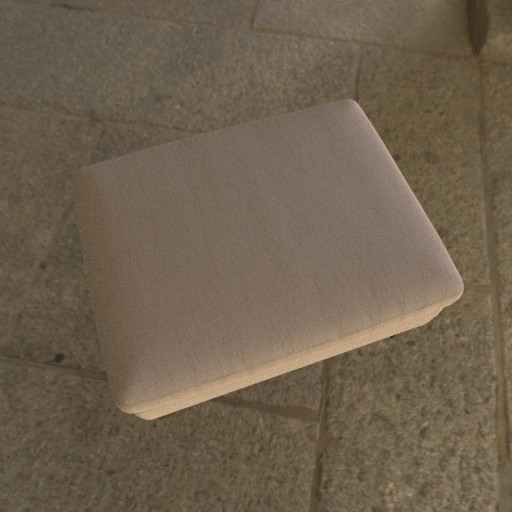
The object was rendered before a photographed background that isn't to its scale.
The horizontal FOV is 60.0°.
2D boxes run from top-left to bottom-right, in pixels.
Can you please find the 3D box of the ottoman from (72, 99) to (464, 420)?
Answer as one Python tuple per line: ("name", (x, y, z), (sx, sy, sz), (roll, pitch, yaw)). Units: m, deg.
("ottoman", (0.000, 0.000, 1.132), (0.771, 0.420, 0.606), (-17, 65, -8))
